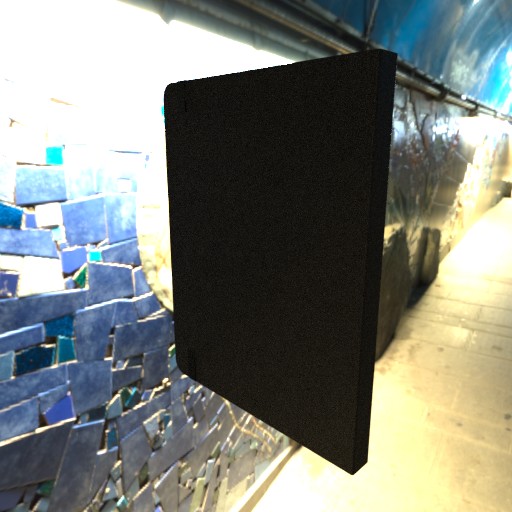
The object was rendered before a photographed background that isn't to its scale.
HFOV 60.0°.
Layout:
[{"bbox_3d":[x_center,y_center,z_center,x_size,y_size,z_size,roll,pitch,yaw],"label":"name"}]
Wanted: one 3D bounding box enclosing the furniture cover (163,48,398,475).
[{"bbox_3d":[0.000,0.000,0.361,0.023,0.281,0.216,-14,20,-43],"label":"furniture cover"}]
